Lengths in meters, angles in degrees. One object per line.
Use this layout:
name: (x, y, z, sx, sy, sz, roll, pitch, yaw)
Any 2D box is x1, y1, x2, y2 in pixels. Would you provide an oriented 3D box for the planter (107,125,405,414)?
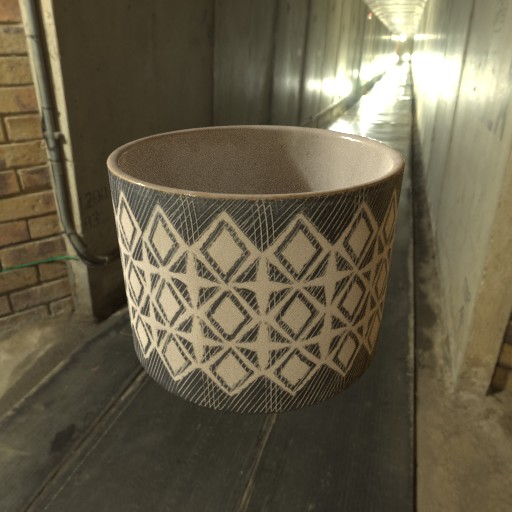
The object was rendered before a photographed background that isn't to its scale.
planter: (0.000, 0.000, 0.219, 0.126, 0.104, 0.126, 0, 26, 0)
